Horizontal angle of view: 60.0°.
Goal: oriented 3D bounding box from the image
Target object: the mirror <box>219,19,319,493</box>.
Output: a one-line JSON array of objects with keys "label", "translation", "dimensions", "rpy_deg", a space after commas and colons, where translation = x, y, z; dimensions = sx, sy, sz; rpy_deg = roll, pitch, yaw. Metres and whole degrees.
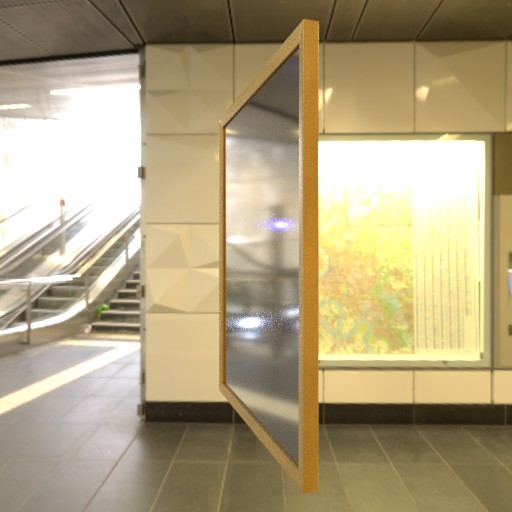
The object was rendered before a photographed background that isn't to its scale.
[{"label": "mirror", "translation": [0.000, 0.000, 1.315], "dimensions": [0.040, 1.016, 0.762], "rpy_deg": [0, 0, -18]}]
